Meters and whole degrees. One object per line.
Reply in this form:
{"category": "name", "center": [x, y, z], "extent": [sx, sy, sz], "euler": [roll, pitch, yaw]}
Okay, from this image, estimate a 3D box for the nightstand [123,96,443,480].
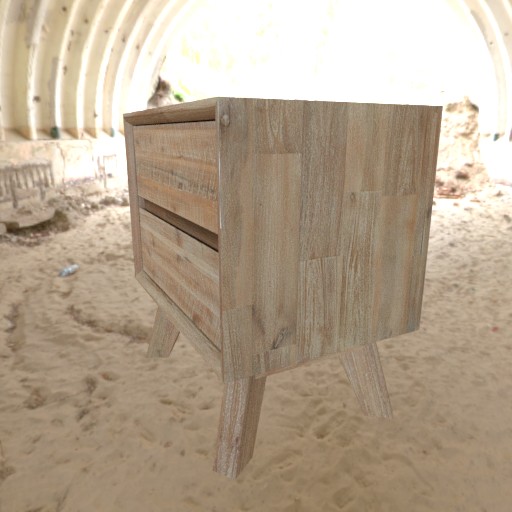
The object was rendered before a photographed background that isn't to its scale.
{"category": "nightstand", "center": [0.000, 0.000, 0.943], "extent": [0.396, 0.589, 0.552], "euler": [-8, 17, -27]}
